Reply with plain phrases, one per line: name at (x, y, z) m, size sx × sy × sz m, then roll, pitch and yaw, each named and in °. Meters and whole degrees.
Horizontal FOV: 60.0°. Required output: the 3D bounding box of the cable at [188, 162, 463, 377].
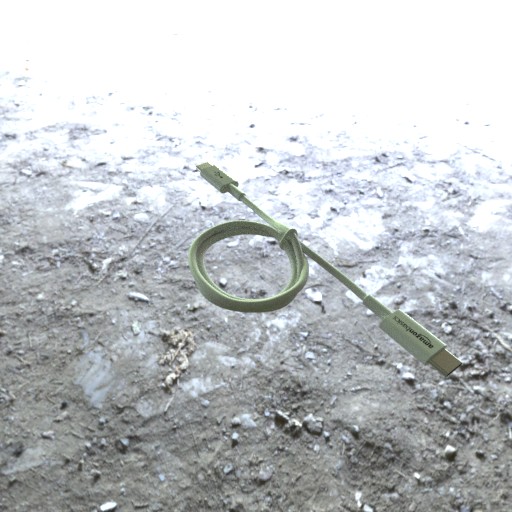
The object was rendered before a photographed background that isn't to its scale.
cable at (0.000, 0.000, 0.229) m, size 0.070 × 0.014 × 0.203 m, roll -25°, pitch 47°, yaw -26°
